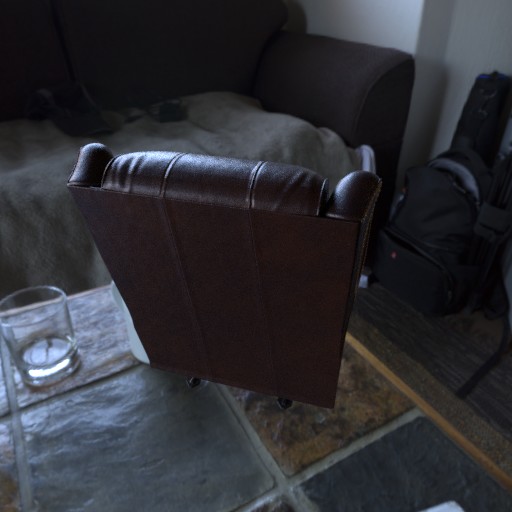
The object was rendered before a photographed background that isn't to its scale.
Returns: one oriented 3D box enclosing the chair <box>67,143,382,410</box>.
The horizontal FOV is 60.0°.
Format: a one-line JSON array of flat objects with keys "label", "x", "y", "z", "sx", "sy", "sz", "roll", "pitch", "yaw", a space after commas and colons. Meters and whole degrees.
[{"label": "chair", "x": 0.000, "y": 0.000, "z": 1.787, "sx": 0.869, "sy": 1.084, "sz": 1.008, "roll": 9, "pitch": 34, "yaw": 14}]
